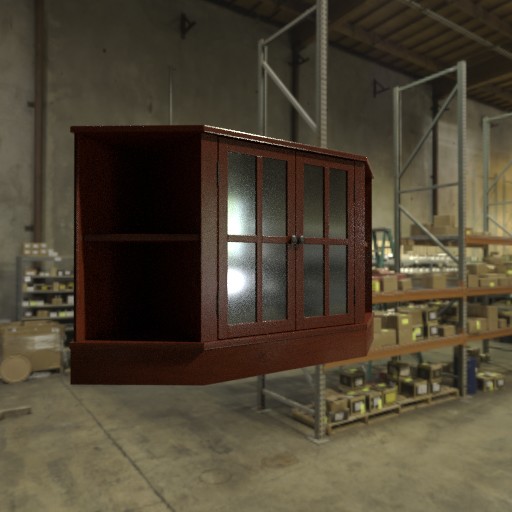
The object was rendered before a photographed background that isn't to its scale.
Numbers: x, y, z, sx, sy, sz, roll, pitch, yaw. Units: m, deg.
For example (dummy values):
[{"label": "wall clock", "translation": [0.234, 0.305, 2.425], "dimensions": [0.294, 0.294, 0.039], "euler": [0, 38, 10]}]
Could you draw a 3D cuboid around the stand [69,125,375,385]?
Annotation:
[{"label": "stand", "translation": [0.000, 0.000, 1.353], "dimensions": [1.072, 0.614, 0.381], "euler": [0, -1, -35]}]
